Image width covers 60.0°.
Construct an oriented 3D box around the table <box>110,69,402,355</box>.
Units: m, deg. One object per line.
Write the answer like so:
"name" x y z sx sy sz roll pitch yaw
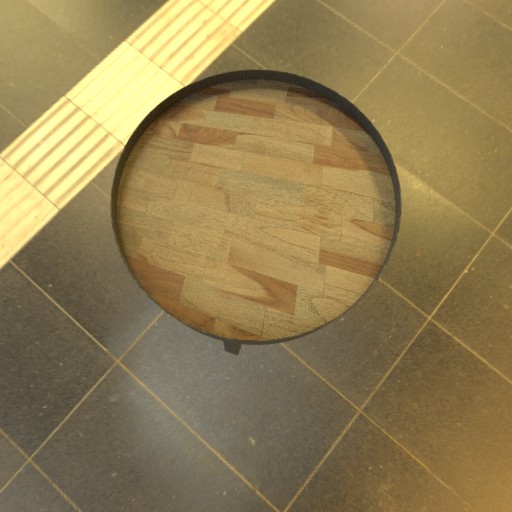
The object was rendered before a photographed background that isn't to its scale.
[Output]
"table" 0.000 0.000 0.952 0.406 0.686 0.406 20 76 5
